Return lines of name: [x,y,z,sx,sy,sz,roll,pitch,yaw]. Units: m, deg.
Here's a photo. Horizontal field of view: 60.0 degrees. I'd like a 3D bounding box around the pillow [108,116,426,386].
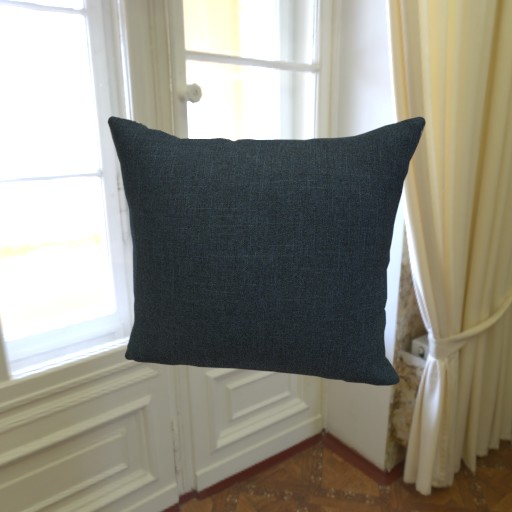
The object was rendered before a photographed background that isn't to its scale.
pillow: [0.000,0.000,0.807,0.546,0.487,0.180,3,17,9]
